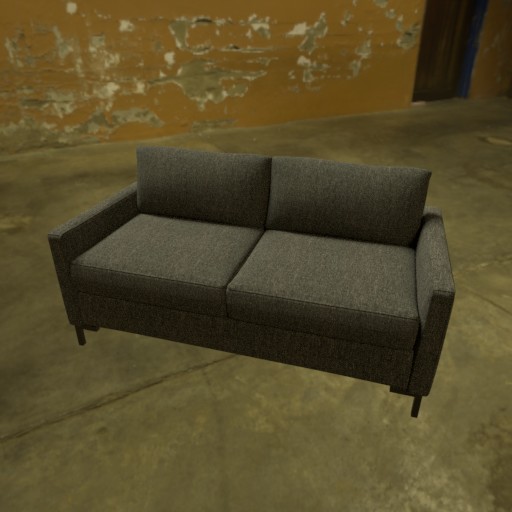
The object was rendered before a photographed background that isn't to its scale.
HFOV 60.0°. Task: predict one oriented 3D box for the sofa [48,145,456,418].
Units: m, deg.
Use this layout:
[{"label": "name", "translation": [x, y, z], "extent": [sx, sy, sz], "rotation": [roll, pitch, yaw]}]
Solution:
[{"label": "sofa", "translation": [0.000, 0.000, 2.174], "extent": [1.716, 0.862, 0.866], "rotation": [8, 29, 15]}]
